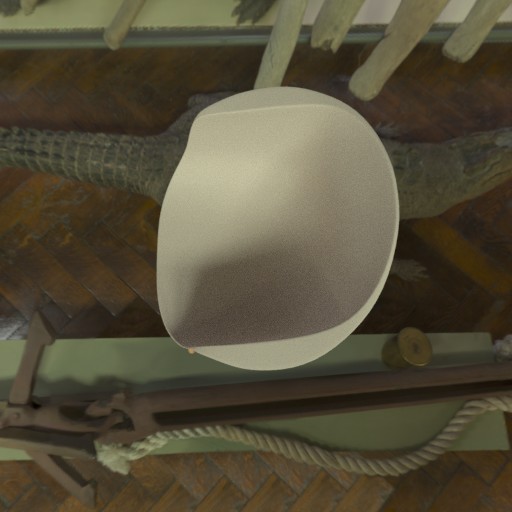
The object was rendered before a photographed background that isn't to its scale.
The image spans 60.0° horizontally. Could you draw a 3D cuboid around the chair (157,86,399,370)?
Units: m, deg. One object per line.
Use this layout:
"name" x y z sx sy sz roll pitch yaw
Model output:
"chair" 0.000 0.000 1.160 0.504 0.781 0.593 -2 74 0
